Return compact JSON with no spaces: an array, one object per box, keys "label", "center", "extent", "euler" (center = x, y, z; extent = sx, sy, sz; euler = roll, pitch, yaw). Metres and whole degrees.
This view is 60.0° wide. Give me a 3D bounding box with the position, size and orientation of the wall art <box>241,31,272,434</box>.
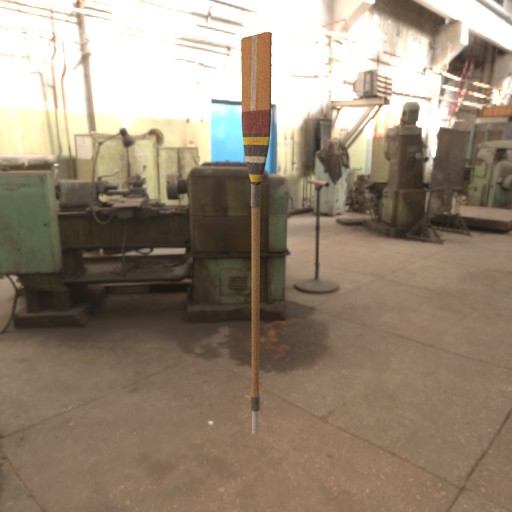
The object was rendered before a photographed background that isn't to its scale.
[{"label":"wall art","center":[0.000,0.000,1.698],"extent":[0.038,1.556,0.146],"euler":[-13,19,-43]}]
